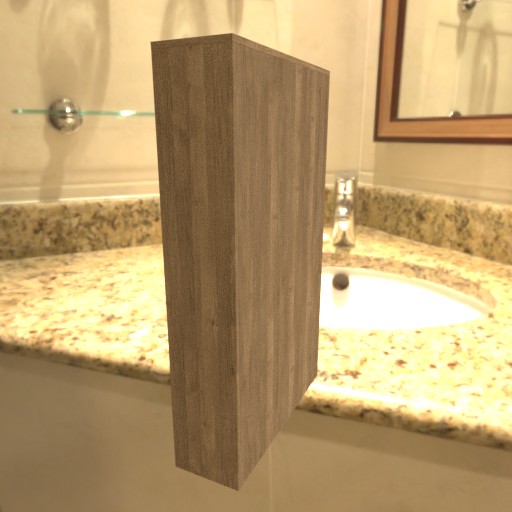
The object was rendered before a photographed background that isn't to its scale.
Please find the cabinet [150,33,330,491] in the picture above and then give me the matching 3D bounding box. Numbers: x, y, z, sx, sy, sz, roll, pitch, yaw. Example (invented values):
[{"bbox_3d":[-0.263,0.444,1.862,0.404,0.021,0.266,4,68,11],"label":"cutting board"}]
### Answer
[{"bbox_3d":[0.000,0.000,1.563,0.250,1.280,0.750,8,17,25],"label":"cabinet"}]
